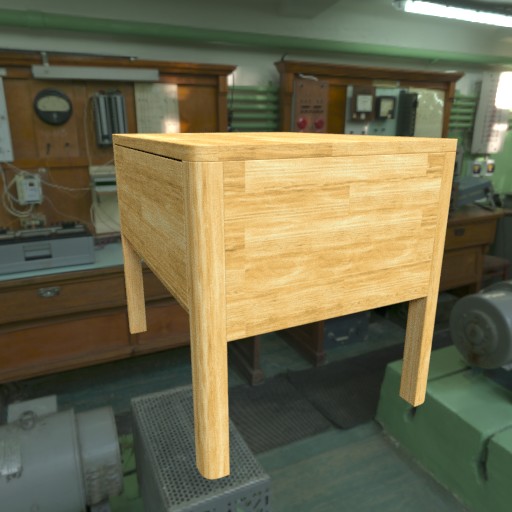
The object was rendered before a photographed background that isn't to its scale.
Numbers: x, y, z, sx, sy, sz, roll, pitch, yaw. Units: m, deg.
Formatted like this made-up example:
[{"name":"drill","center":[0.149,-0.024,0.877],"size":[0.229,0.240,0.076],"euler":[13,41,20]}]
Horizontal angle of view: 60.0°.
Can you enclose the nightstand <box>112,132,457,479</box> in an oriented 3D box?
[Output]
[{"name":"nightstand","center":[0.000,0.000,0.900],"size":[0.440,0.470,0.560],"euler":[-8,19,-25]}]
